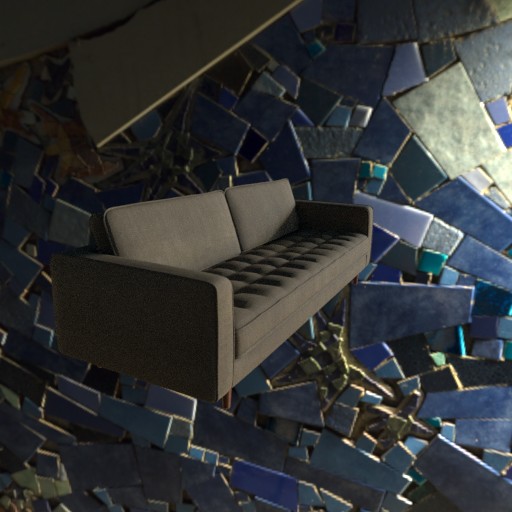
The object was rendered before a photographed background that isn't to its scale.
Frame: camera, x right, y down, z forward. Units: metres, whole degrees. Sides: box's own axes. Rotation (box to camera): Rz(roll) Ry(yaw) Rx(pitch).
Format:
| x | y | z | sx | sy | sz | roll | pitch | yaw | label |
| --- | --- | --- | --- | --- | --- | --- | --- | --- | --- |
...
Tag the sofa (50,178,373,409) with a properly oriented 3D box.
| x | y | z | sx | sy | sz | roll | pitch | yaw | label |
| --- | --- | --- | --- | --- | --- | --- | --- | --- | --- |
| 0.000 | 0.000 | 2.766 | 0.923 | 0.813 | 2.295 | 8 | 17 | 27 | sofa |
